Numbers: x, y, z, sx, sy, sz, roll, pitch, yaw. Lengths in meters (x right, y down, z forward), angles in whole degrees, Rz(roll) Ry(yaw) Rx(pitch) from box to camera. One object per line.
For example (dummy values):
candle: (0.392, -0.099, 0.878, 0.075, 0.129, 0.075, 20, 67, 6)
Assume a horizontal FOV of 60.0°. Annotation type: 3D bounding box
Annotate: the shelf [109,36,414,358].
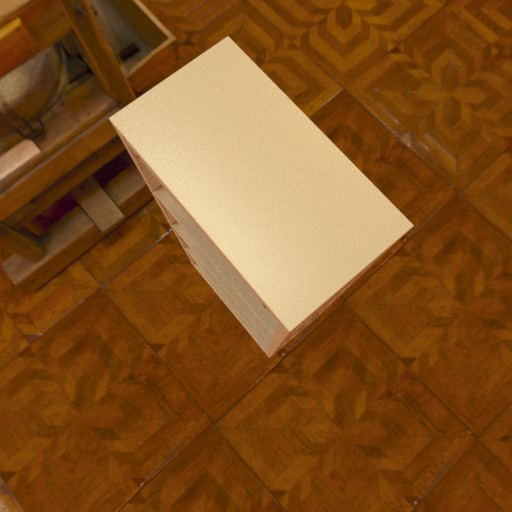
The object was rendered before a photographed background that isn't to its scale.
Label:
shelf: (0.000, 0.000, 1.626, 0.340, 1.411, 0.611, -39, 78, -10)
